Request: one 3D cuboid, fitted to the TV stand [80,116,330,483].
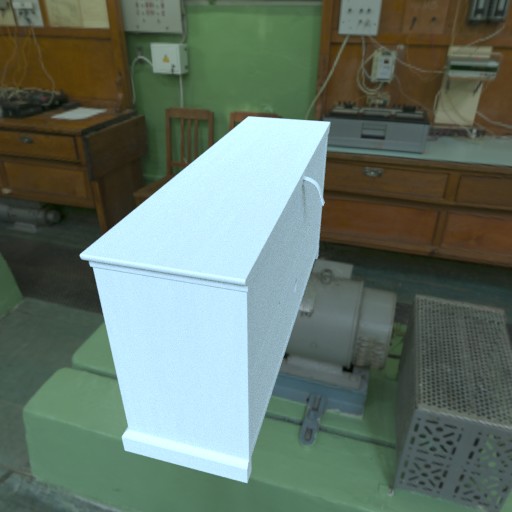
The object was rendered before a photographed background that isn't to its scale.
[{"bbox_3d":[0.000,0.000,1.485,0.424,0.624,1.187,8,32,13],"label":"TV stand"}]
